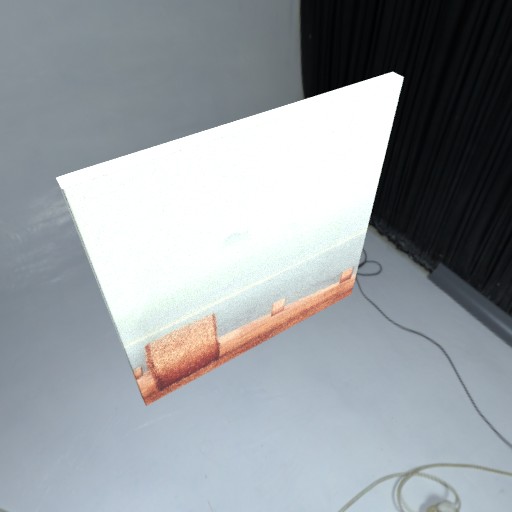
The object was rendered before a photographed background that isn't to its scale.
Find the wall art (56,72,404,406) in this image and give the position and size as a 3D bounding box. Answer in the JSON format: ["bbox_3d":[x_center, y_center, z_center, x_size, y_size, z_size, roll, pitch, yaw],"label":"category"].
[{"bbox_3d":[0.000,0.000,1.134,0.760,0.760,0.042,-24,50,-22],"label":"wall art"}]
